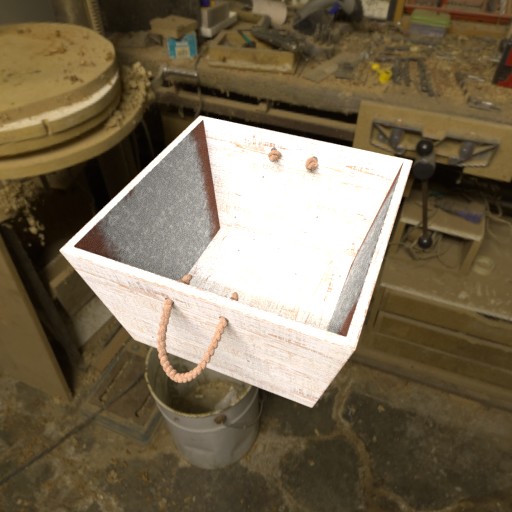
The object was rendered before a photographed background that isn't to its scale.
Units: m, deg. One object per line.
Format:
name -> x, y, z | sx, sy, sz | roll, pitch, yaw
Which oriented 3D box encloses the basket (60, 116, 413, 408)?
basket -> 0.000, 0.000, 0.773 | 0.413, 0.247, 0.545 | 17, 47, 16
